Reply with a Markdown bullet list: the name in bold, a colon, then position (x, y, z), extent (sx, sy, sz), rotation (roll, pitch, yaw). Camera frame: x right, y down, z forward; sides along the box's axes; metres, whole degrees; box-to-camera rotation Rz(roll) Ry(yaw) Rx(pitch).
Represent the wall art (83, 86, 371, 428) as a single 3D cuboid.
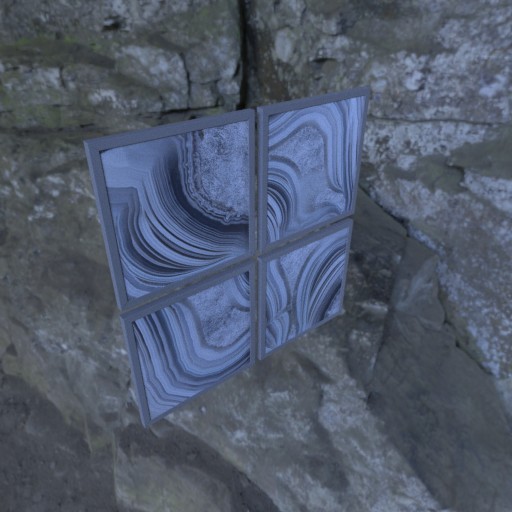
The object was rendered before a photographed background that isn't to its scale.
- **wall art**: position (0.000, 0.000, 1.723), extent (1.118, 1.118, 0.029), rotation (-23, 38, -32)
